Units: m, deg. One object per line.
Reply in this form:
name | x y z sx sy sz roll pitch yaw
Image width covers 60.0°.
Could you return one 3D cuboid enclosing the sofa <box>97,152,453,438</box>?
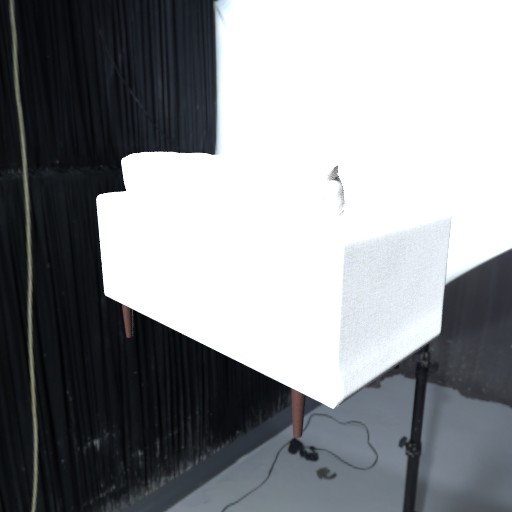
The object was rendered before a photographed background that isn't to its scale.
sofa | 0.000 0.000 1.990 0.796 0.908 1.430 -14 20 -43
